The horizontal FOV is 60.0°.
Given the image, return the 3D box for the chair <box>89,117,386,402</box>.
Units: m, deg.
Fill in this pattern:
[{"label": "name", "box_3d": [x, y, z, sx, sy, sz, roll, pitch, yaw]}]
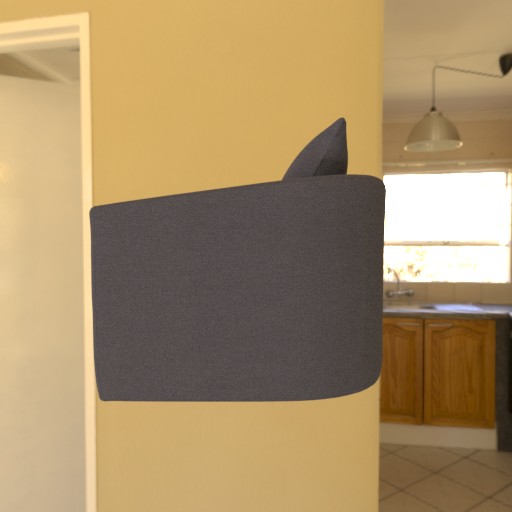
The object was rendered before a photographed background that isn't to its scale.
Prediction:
[{"label": "chair", "box_3d": [0.000, 0.000, 1.617, 0.910, 0.848, 0.845, 0, 1, 1]}]
